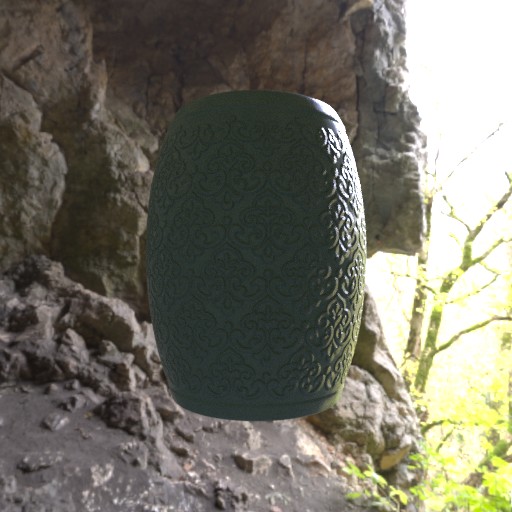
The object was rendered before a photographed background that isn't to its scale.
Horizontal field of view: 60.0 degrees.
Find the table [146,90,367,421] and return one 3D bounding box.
[{"bbox_3d":[0.000,0.000,0.639,0.309,0.397,0.309,0,-1,0],"label":"table"}]
